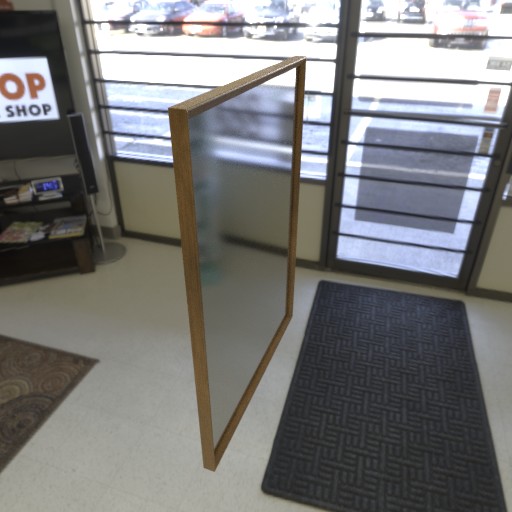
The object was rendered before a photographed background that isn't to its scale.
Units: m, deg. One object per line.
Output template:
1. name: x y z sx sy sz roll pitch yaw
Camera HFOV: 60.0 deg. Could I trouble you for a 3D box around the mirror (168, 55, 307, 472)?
1. mirror: 0.000 0.000 1.326 0.041 1.016 0.762 11 33 18
